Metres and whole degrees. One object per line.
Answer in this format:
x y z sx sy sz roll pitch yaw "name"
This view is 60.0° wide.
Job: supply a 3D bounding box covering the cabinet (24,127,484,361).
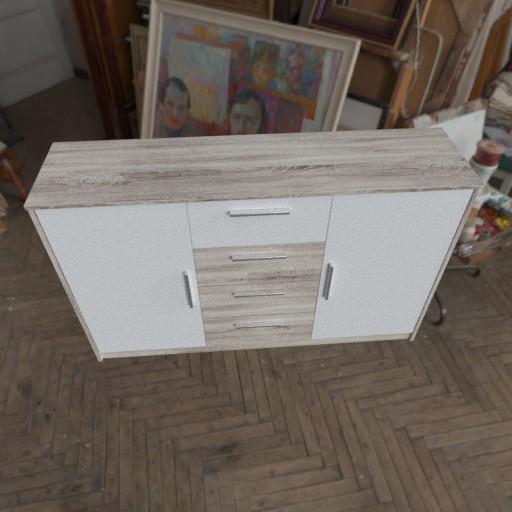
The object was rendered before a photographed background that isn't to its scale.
0.000 0.000 1.834 1.450 0.900 0.380 -3 45 -3 "cabinet"
